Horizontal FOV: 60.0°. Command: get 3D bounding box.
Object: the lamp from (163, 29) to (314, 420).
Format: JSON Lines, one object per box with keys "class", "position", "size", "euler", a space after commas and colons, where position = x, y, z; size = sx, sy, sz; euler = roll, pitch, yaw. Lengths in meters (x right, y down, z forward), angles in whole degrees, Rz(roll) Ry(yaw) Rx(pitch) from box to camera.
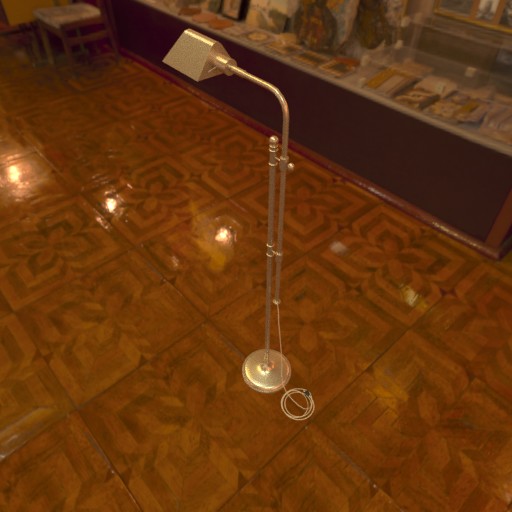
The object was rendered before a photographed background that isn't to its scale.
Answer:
{"class": "lamp", "position": [0.000, 0.000, 1.821], "size": [0.256, 1.571, 0.813], "euler": [-30, 52, -27]}
